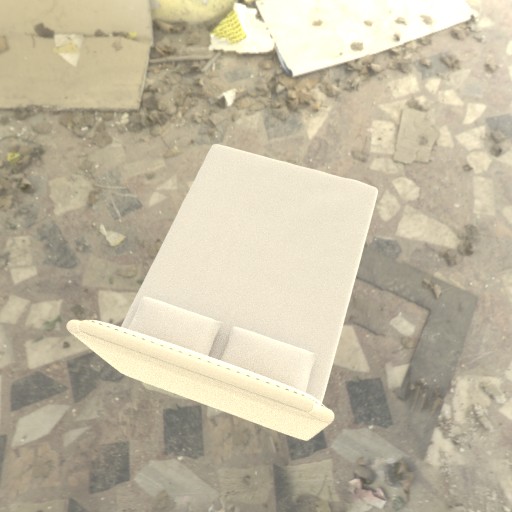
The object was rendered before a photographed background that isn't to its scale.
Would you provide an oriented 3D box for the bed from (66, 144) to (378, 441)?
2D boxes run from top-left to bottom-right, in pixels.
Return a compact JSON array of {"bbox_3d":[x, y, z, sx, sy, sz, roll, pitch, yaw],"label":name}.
[{"bbox_3d":[0.000,0.000,3.654,1.712,1.497,2.372,17,64,9],"label":"bed"}]
